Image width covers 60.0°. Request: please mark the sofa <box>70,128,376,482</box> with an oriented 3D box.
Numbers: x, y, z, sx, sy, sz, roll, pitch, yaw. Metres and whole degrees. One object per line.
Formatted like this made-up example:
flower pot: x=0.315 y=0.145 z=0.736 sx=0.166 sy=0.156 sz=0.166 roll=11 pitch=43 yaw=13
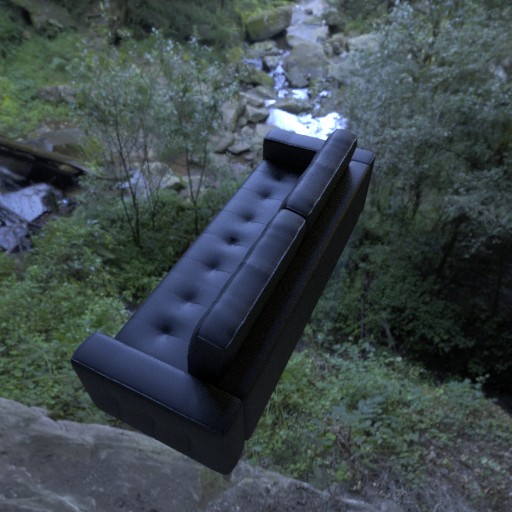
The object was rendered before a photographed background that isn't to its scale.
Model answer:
sofa: x=0.000 y=0.000 z=2.713 sx=0.833 sy=0.893 sz=2.275 roll=20 pitch=49 yaw=18
